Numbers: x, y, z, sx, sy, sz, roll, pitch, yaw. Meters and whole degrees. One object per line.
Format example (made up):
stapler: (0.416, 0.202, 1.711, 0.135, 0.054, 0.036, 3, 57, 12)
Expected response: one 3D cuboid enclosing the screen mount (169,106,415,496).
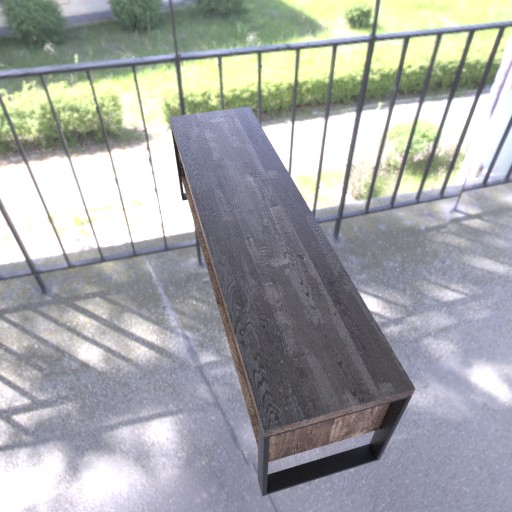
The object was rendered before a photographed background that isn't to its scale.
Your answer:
screen mount: (0.000, 0.000, 1.717, 0.395, 0.450, 1.524, -11, 46, -11)
